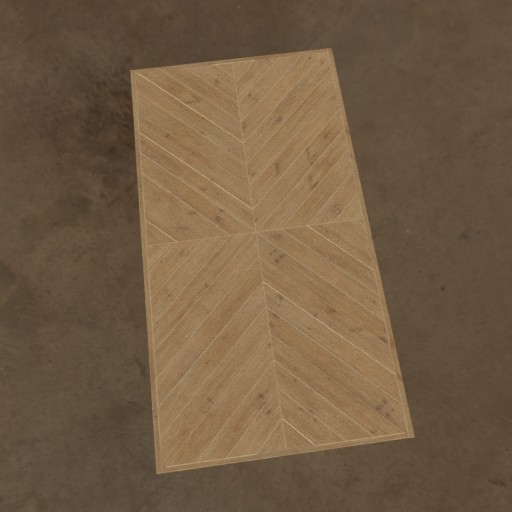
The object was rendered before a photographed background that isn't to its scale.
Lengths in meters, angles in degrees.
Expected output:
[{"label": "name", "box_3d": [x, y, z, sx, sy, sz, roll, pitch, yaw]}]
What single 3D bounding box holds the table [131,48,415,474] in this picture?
[{"label": "table", "box_3d": [0.000, 0.000, 2.293, 0.991, 0.762, 1.803, -7, 74, -2]}]
